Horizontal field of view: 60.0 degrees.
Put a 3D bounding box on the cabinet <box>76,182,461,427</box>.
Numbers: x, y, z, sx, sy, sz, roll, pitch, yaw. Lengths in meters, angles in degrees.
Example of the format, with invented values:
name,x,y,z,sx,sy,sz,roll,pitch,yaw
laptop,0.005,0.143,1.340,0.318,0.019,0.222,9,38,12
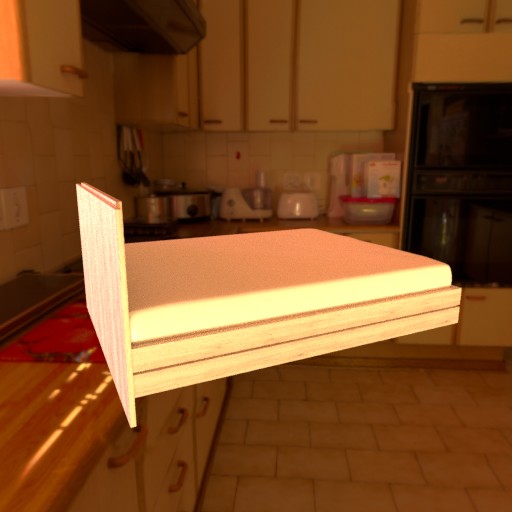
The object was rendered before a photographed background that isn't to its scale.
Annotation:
name,x,y,z,sx,sy,sz,roll,pitch,yaw
cabinet,0.000,0.000,3.040,2.080,0.970,1.750,-6,14,-26
